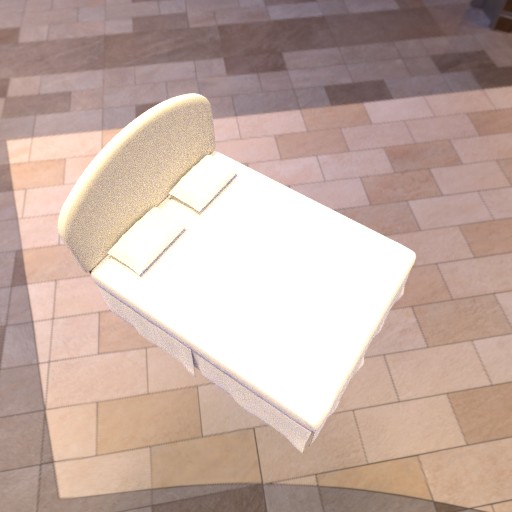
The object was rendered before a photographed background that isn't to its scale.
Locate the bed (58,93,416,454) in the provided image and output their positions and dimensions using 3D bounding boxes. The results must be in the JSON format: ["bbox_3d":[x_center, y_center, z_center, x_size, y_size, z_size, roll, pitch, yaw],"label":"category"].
[{"bbox_3d":[0.000,0.000,3.145,2.005,1.410,1.607,30,62,18],"label":"bed"}]
